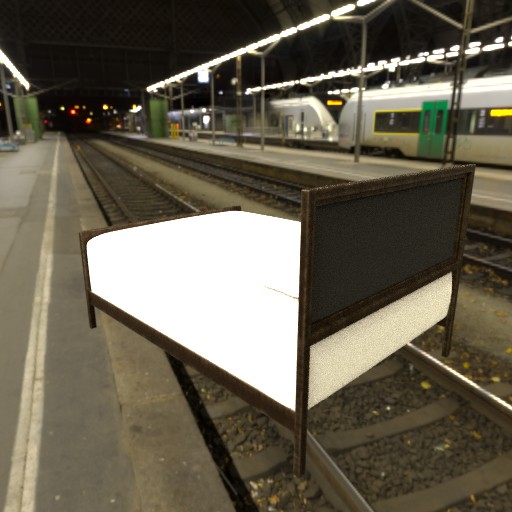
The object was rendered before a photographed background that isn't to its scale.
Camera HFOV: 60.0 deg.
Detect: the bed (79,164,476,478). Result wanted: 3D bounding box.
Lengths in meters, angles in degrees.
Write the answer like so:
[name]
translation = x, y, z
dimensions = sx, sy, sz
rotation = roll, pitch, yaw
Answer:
[bed]
translation = 0.000, 0.000, 3.134
dimensions = 1.607, 1.313, 2.221
rotation = -16, 23, -42
